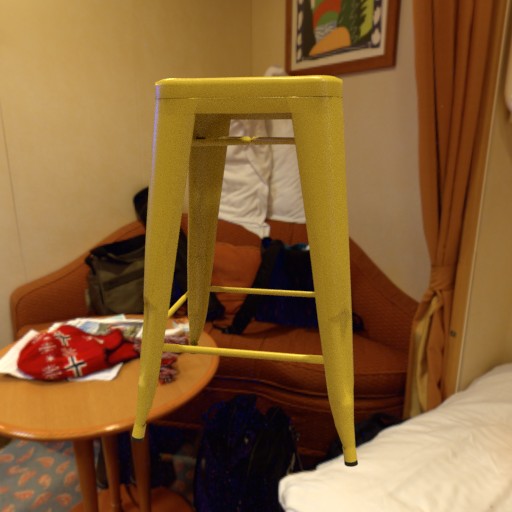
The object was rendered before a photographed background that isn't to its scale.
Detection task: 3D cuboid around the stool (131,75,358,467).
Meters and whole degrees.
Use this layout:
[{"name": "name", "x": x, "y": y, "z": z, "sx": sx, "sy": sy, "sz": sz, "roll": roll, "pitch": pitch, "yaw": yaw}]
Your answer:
[{"name": "stool", "x": 0.000, "y": 0.000, "z": 0.845, "sx": 0.399, "sy": 0.609, "sz": 0.359, "roll": 2, "pitch": 15, "yaw": 9}]
